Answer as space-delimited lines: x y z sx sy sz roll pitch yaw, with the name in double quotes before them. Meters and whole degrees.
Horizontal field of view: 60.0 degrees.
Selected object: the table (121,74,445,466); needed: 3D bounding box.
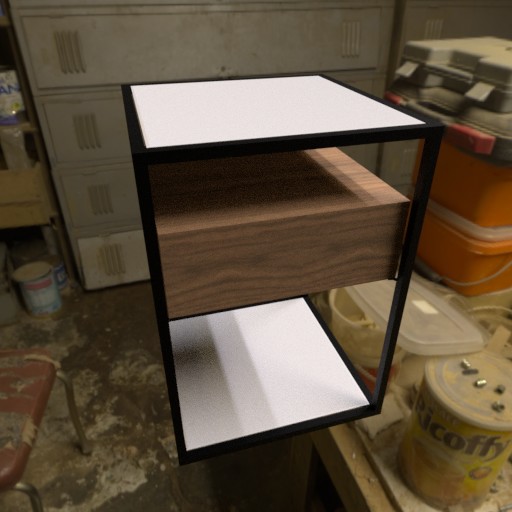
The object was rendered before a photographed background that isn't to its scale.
"table" 0.000 0.000 0.800 0.378 0.540 0.378 -9 33 -14
